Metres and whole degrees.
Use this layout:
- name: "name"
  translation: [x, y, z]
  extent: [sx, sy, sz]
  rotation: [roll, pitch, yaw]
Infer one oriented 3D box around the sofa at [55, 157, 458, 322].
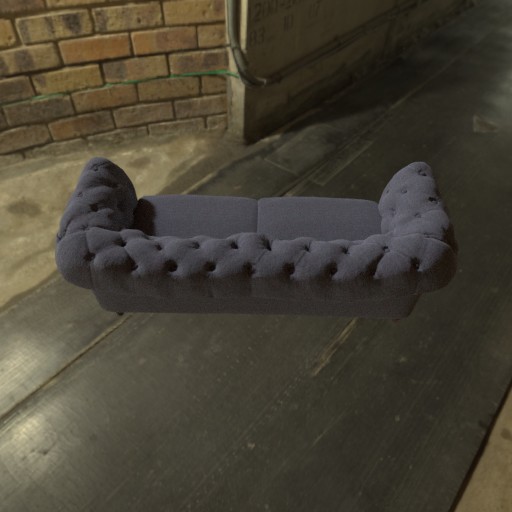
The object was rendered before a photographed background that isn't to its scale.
- name: "sofa"
  translation: [0.000, 0.000, 2.845]
  extent: [2.335, 0.836, 1.046]
  rotation: [1, 47, 1]
